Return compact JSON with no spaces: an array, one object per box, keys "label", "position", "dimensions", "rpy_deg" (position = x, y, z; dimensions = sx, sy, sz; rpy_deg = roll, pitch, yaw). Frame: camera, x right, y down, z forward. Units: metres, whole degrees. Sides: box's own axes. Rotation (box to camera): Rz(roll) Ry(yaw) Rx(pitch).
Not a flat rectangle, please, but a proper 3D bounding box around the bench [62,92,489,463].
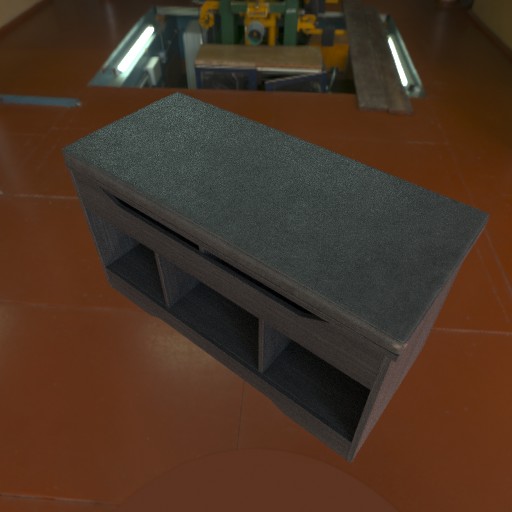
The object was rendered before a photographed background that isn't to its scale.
[{"label":"bench","position":[0.000,0.000,1.160],"dimensions":[0.905,0.501,0.401],"rpy_deg":[29,52,26]}]
